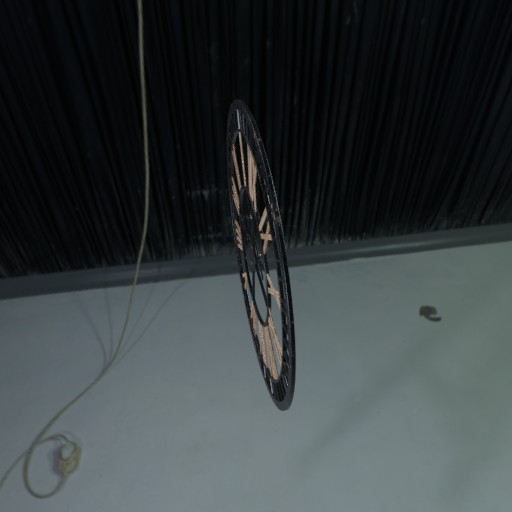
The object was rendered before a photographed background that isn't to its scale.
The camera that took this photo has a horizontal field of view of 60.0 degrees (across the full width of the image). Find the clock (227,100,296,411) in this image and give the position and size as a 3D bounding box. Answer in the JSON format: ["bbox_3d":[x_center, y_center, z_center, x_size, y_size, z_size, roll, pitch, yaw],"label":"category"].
[{"bbox_3d":[0.000,0.000,1.261,0.025,0.843,0.843,-9,47,-8],"label":"clock"}]
